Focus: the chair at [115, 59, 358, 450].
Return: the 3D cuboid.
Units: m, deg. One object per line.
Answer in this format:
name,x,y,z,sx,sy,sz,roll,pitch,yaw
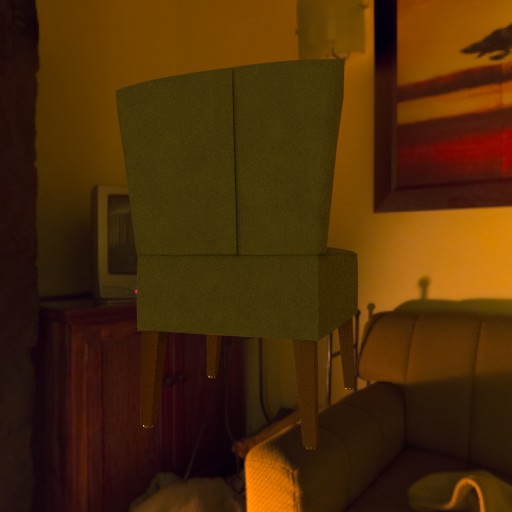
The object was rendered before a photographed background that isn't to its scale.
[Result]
chair,0.000,0.000,1.194,0.521,0.806,0.554,0,0,18
